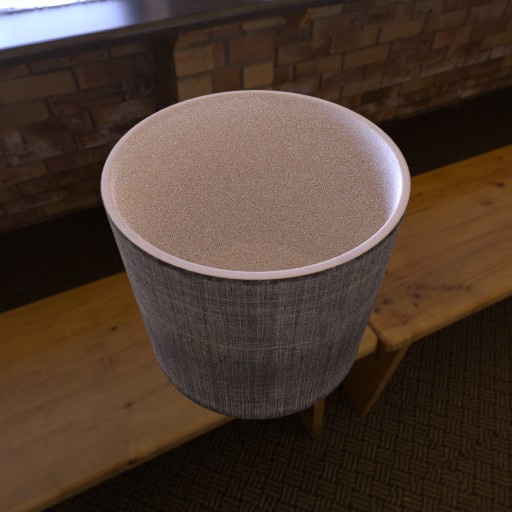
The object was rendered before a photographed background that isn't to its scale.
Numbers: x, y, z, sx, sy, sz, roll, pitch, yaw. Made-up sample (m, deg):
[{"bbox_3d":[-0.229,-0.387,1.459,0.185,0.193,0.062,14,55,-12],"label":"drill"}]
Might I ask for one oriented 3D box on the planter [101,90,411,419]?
[{"bbox_3d":[0.000,0.000,0.398,0.221,0.201,0.221,0,48,0],"label":"planter"}]
